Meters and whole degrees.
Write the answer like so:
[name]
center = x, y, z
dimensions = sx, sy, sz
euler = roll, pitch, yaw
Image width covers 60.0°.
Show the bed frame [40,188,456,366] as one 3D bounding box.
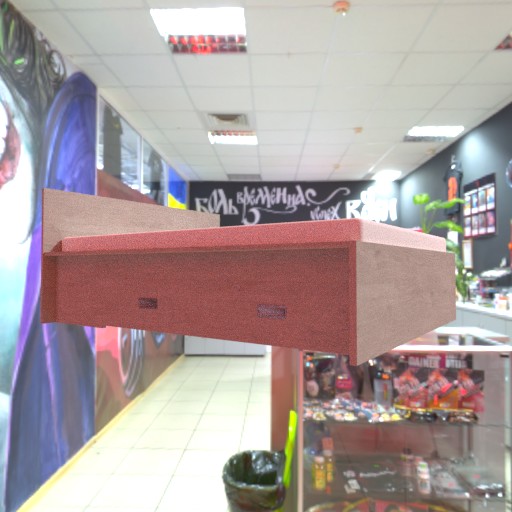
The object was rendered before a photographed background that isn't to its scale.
[bed frame]
center = 0.000, 0.000, 2.718
dimensions = 1.960, 0.800, 1.622
euler = -1, -2, 35
